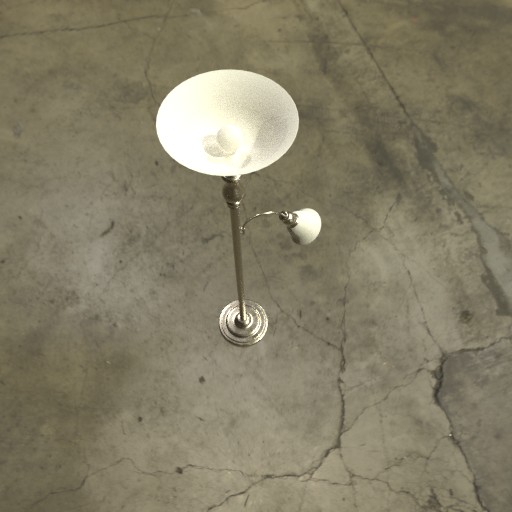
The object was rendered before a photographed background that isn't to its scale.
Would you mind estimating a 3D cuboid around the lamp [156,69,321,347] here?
[{"bbox_3d":[0.000,0.000,2.064,0.575,1.785,0.405,-15,63,-8],"label":"lamp"}]
